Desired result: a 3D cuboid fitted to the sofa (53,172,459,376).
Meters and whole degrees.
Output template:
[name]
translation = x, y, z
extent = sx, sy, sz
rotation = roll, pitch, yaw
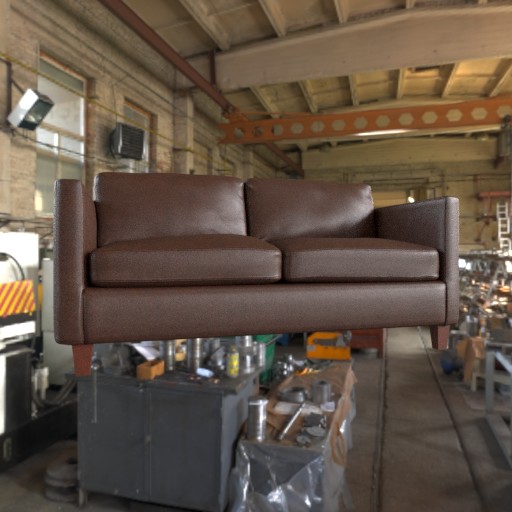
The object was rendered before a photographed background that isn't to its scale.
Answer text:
[sofa]
translation = 0.000, 0.000, 2.373
extent = 1.883, 0.933, 0.951
rotation = 0, 0, -16
